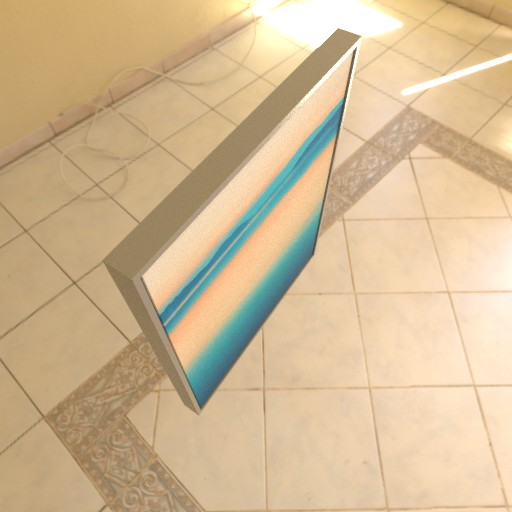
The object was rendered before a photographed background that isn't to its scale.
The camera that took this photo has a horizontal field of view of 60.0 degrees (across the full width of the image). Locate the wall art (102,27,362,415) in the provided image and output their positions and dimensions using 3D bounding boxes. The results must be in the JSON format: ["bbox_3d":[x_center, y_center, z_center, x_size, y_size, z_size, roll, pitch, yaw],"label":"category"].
[{"bbox_3d":[0.000,0.000,0.740,0.037,0.554,0.453,30,63,17],"label":"wall art"}]
